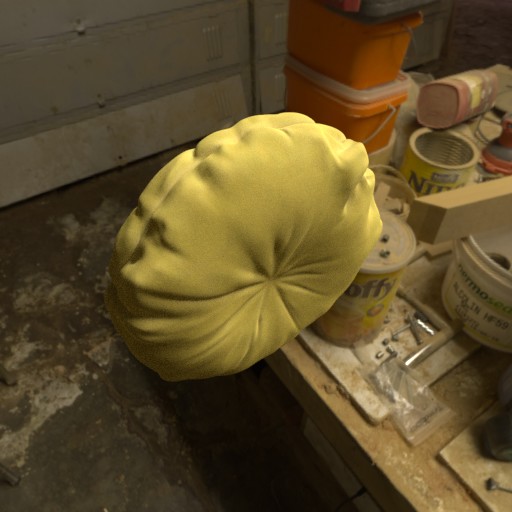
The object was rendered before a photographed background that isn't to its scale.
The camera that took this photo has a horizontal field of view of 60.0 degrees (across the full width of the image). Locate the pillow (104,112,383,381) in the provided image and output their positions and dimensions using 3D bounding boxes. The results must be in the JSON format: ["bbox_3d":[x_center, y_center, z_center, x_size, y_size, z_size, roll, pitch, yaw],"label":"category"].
[{"bbox_3d":[0.000,0.000,0.637,0.428,0.407,0.148,-25,51,-22],"label":"pillow"}]
